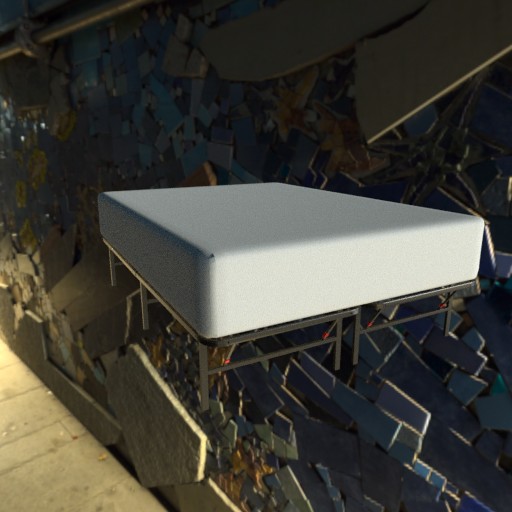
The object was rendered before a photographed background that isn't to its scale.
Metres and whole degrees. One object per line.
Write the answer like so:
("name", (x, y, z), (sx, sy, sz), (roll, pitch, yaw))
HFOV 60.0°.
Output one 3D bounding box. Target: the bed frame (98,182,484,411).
("bed frame", (0.000, 0.000, 2.771), (1.528, 0.677, 2.037), (-8, 17, -28))
